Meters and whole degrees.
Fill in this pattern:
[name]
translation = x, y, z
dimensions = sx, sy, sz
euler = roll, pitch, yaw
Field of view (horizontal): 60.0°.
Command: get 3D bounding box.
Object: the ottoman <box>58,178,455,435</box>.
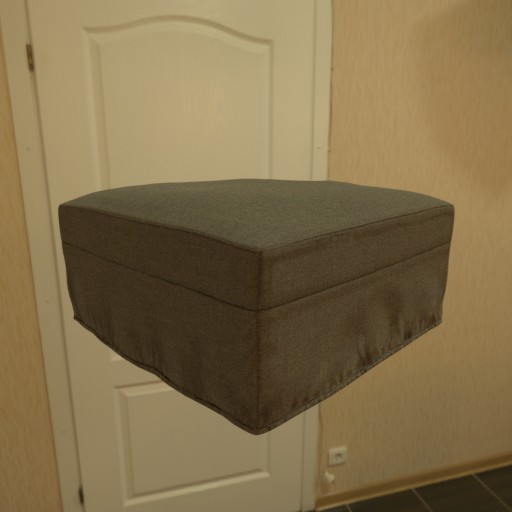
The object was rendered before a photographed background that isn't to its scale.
[ottoman]
translation = 0.000, 0.000, 1.317
dimensions = 0.843, 0.436, 0.840
euler = 14, 19, 43
